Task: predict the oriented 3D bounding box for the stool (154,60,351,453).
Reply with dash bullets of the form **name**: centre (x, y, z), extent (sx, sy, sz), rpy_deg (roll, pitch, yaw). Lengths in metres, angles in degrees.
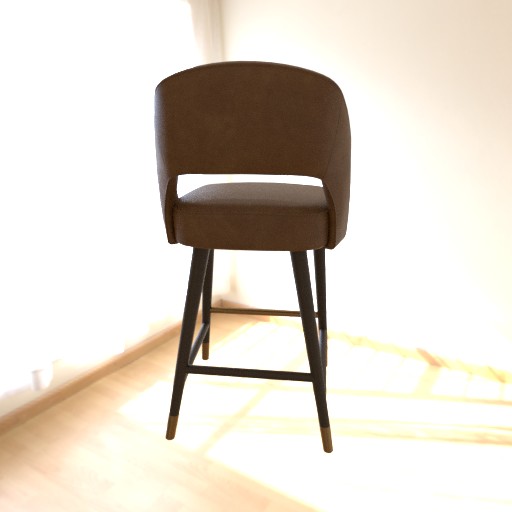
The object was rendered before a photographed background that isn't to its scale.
- **stool**: centre (0.000, 0.000, 1.234), extent (0.494, 0.940, 0.509), rpy_deg (2, 16, 6)
